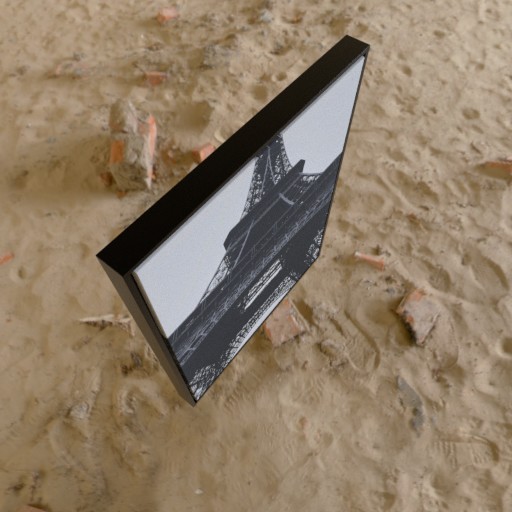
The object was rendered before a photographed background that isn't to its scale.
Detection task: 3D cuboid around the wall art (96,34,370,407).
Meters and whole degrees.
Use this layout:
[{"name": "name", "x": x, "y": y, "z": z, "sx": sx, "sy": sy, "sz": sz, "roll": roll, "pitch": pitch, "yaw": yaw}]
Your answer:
[{"name": "wall art", "x": 0.000, "y": 0.000, "z": 0.748, "sx": 0.039, "sy": 0.553, "sz": 0.451, "roll": 34, "pitch": 65, "yaw": 19}]
